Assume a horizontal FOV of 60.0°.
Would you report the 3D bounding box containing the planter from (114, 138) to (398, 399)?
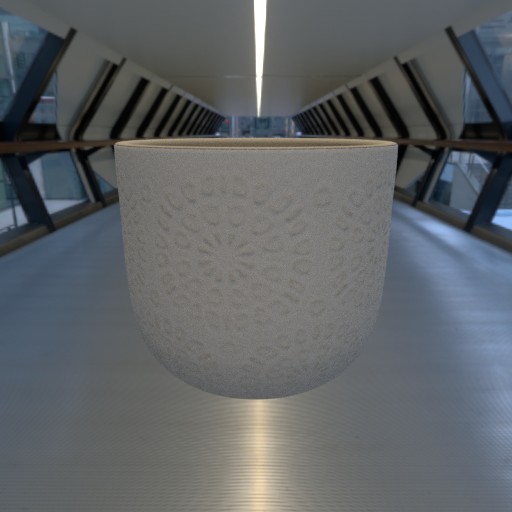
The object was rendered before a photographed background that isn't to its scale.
[{"bbox_3d":[0.000,0.000,0.218,0.124,0.109,0.124,0,16,0],"label":"planter"}]
